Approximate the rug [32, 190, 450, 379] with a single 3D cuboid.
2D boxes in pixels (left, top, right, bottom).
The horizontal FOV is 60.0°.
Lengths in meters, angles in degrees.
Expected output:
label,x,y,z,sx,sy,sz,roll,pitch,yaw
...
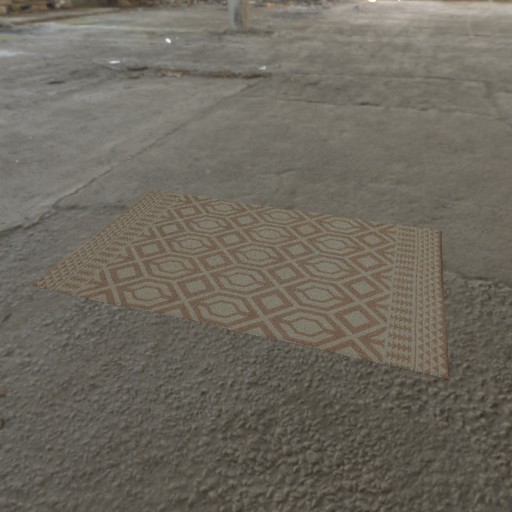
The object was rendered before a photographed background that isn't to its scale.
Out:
label,x,y,z,sx,sy,sz,roll,pitch,yaw
rug,0.000,0.000,3.032,2.435,0.011,1.526,10,34,15
